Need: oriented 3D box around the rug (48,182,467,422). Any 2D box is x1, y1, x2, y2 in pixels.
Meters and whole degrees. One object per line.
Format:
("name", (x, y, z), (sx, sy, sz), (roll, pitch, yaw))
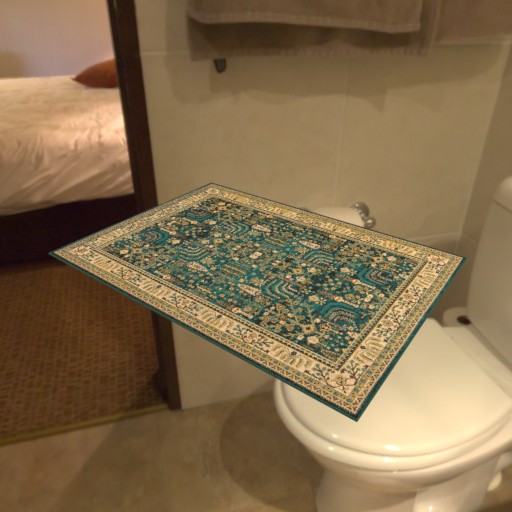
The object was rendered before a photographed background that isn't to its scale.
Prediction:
("rug", (0.000, 0.000, 2.887), (2.213, 0.013, 1.594), (21, 36, 31))
